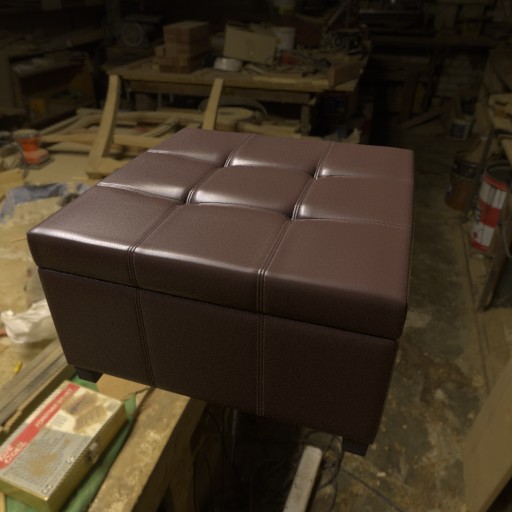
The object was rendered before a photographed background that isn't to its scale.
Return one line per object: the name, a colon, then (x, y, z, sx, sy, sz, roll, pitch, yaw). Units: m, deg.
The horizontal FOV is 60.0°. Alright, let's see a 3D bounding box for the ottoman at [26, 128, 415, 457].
ottoman: (0.000, 0.000, 1.252, 0.788, 0.460, 0.787, 10, 34, 15)
